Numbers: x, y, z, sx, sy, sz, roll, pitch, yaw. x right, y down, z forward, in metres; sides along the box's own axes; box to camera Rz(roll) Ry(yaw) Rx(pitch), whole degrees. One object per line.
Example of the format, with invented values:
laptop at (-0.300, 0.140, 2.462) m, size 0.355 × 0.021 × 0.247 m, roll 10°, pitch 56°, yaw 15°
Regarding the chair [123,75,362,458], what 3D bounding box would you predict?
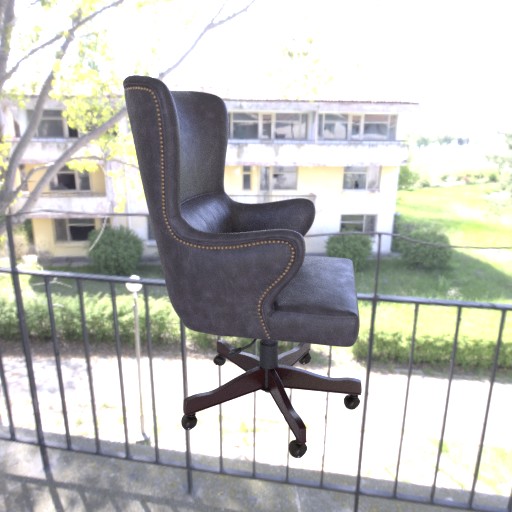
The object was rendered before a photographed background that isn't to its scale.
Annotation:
chair at (0.000, 0.000, 1.419) m, size 0.717 × 1.037 × 0.594 m, roll 3°, pitch 16°, yaw 10°
